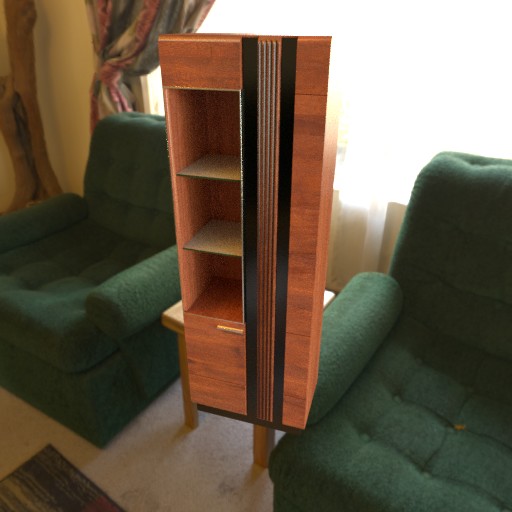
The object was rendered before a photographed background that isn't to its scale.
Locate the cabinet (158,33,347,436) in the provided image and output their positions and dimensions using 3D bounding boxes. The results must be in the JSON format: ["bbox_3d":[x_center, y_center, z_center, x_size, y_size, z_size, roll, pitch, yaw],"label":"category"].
[{"bbox_3d":[0.000,0.000,2.212,0.660,1.980,0.420,8,29,15],"label":"cabinet"}]
